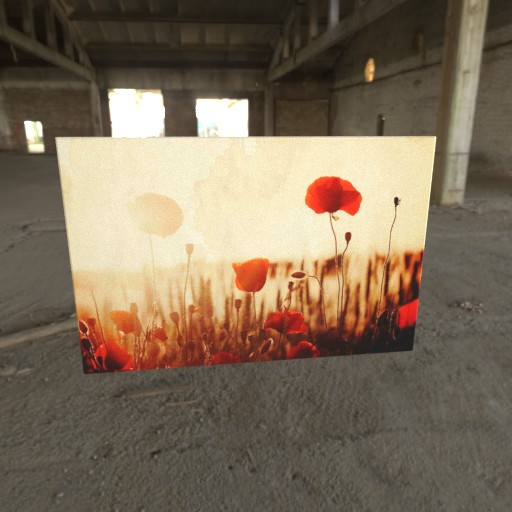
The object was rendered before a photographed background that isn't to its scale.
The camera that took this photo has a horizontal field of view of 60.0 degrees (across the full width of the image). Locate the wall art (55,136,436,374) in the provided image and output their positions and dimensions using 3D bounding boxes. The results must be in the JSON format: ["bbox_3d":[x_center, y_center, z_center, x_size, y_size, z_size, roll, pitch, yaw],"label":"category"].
[{"bbox_3d":[0.000,0.000,1.158,0.918,0.602,0.038,-2,16,-8],"label":"wall art"}]
